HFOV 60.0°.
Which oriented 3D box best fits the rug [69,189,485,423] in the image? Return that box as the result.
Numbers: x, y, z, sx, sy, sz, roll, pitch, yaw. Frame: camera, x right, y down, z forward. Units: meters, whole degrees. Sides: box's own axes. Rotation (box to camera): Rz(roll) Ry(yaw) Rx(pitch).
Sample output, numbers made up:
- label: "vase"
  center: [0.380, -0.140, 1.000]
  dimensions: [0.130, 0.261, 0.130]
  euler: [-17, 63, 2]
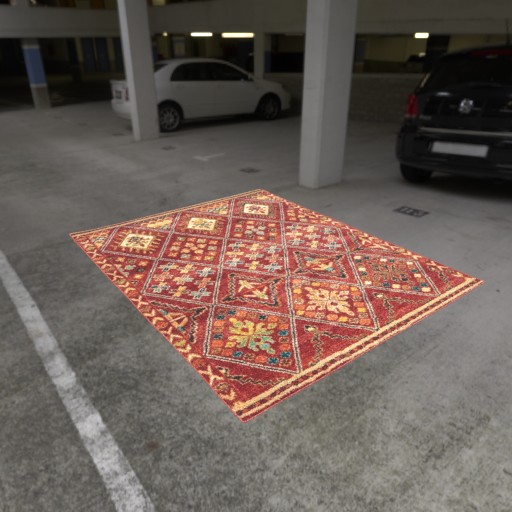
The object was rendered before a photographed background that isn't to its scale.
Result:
- label: "rug"
  center: [0.000, 0.000, 4.127]
  dimensions: [2.489, 0.030, 3.086]
  euler: [-19, 32, -33]
